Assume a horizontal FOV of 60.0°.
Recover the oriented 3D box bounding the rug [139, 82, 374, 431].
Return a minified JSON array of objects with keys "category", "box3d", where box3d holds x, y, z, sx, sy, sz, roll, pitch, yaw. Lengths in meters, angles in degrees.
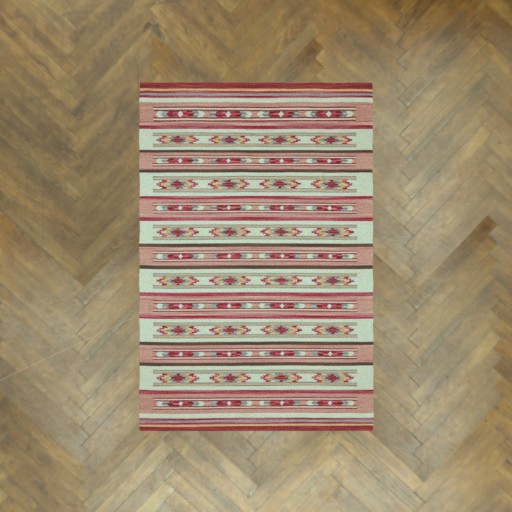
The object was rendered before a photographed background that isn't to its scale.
[{"category":"rug","box3d":[0.000,0.000,2.312,1.223,0.008,1.817,0,89,0]}]
